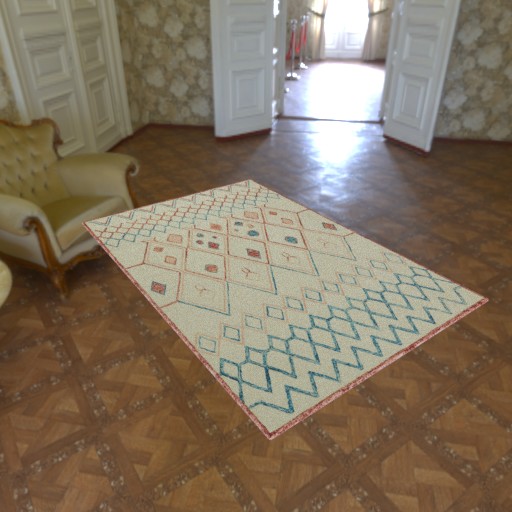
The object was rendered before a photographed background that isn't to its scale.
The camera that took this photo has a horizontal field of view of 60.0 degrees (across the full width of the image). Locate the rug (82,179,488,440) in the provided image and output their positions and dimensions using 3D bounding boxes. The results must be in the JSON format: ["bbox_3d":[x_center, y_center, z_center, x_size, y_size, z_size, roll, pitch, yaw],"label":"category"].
[{"bbox_3d":[0.000,0.000,2.289,1.219,0.016,1.829,-20,36,-30],"label":"rug"}]
